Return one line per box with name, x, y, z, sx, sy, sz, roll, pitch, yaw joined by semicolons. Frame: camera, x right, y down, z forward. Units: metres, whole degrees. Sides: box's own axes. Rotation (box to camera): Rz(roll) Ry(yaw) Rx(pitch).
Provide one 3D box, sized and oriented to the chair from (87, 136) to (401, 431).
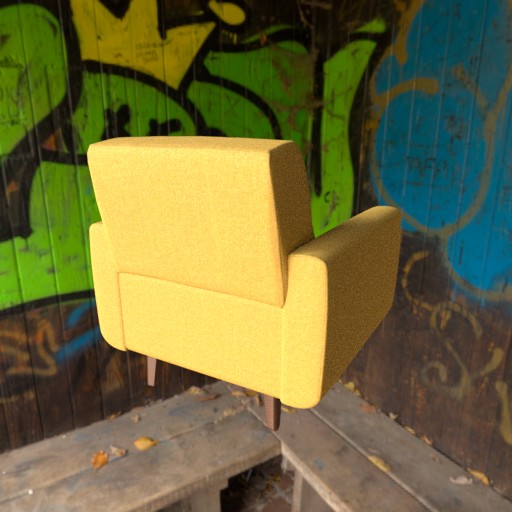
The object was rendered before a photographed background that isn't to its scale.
chair;0.000;0.000;1.584;0.831;0.841;0.909;9;19;28
